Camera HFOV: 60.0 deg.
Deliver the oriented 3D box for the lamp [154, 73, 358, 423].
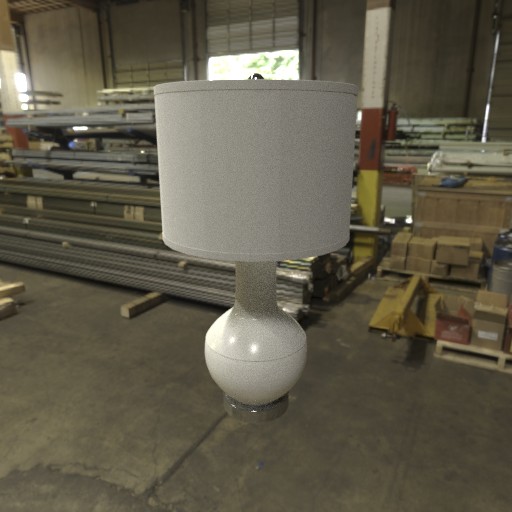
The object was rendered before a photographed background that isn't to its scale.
[{"bbox_3d":[0.000,0.000,0.877,0.357,0.673,0.357,8,19,26],"label":"lamp"}]
